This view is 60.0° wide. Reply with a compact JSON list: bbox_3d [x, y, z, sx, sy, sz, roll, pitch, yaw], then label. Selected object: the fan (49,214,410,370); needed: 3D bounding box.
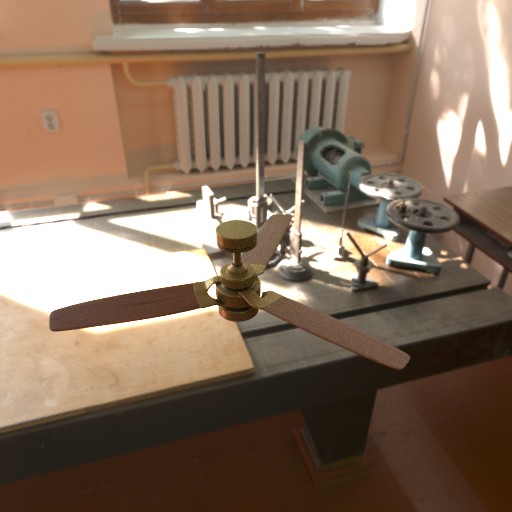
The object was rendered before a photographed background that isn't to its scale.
[{"bbox_3d":[0.000,0.000,2.052,1.416,0.425,1.271,9,33,15],"label":"fan"}]
